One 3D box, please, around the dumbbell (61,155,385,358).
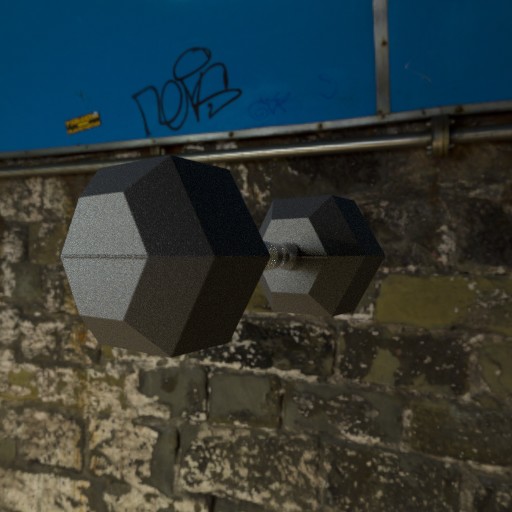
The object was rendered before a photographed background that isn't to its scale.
[{"bbox_3d":[0.000,0.000,0.445,0.157,0.137,0.361,0,0,36],"label":"dumbbell"}]
